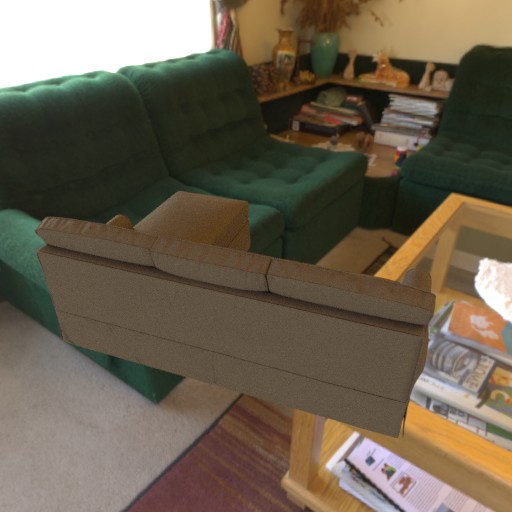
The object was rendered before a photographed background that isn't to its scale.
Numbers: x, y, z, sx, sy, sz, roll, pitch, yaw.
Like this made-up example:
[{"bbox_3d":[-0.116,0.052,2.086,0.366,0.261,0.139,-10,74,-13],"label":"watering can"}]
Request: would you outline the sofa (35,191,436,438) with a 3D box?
[{"bbox_3d":[0.000,0.000,3.318,2.475,0.978,1.733,11,34,17],"label":"sofa"}]
